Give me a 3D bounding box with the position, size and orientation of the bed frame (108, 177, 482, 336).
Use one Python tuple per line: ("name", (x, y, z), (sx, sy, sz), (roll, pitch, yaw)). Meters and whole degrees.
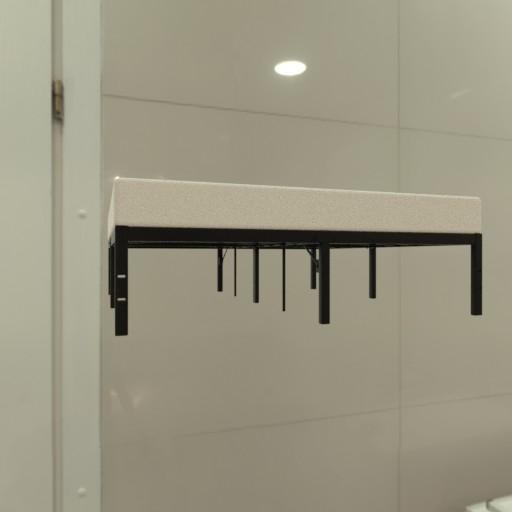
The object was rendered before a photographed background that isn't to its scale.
("bed frame", (0.000, 0.000, 3.120), (1.963, 0.659, 2.079), (0, 0, -19))
